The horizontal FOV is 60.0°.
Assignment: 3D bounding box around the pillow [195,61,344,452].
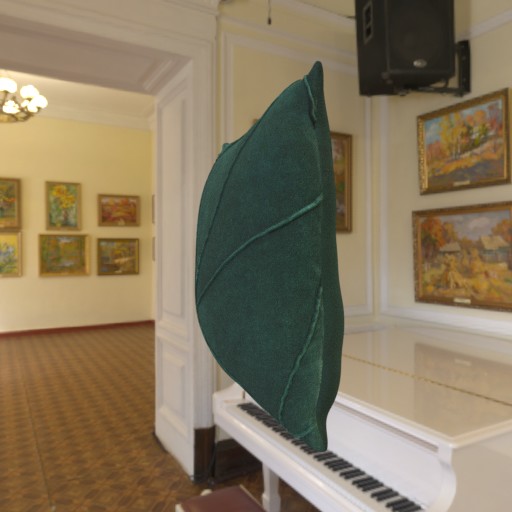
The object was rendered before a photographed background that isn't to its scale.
[{"bbox_3d":[0.000,0.000,0.684,0.184,0.440,0.439,0,1,-17],"label":"pillow"}]
